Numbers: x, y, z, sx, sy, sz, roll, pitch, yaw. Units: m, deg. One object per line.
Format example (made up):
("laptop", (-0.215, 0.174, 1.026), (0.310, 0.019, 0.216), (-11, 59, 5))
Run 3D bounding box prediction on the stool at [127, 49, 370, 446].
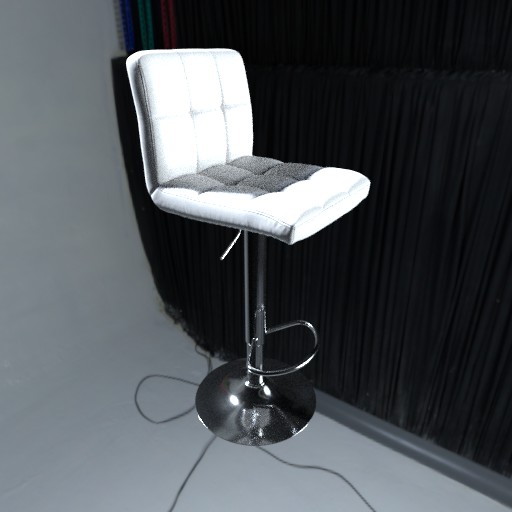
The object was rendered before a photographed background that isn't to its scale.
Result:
("stool", (0.000, 0.000, 1.323), (0.505, 1.115, 0.430), (18, 31, 32))
